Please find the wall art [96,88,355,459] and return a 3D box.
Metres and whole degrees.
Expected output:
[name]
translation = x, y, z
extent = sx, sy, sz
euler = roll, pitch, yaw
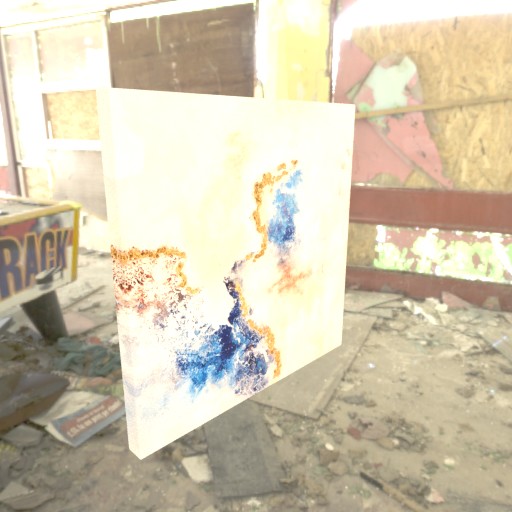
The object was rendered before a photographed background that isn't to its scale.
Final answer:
[wall art]
translation = 0.000, 0.000, 1.583
extent = 0.071, 1.061, 1.061
euler = 15, 22, 43
